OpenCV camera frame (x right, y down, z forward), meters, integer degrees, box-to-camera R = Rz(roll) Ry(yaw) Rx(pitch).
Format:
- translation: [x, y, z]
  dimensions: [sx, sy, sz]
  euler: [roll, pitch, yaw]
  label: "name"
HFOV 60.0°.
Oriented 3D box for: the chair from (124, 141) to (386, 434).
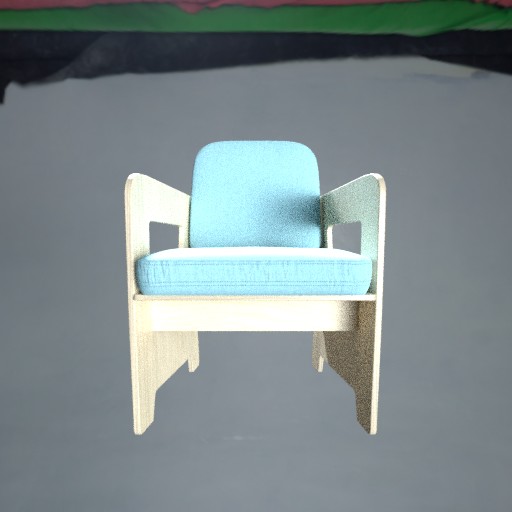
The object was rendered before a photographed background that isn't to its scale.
- translation: [0.000, 0.000, 1.281]
  dimensions: [0.590, 0.800, 0.710]
  euler: [0, 1, 0]
  label: "chair"
